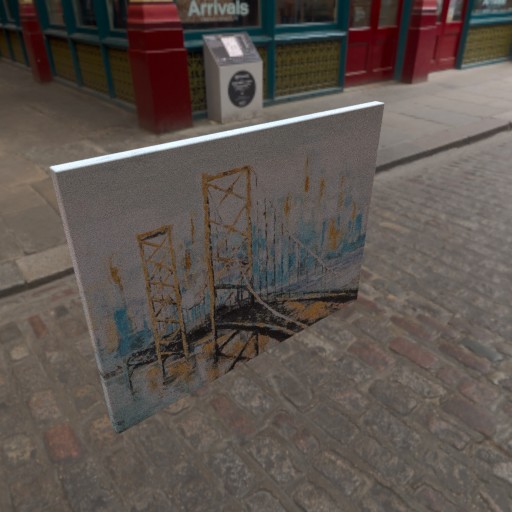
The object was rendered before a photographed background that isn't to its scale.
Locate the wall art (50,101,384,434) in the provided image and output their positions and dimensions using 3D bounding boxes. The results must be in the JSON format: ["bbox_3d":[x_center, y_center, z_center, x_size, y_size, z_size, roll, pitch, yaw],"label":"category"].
[{"bbox_3d":[0.000,0.000,1.324,1.016,0.762,0.038,-22,37,-33],"label":"wall art"}]
